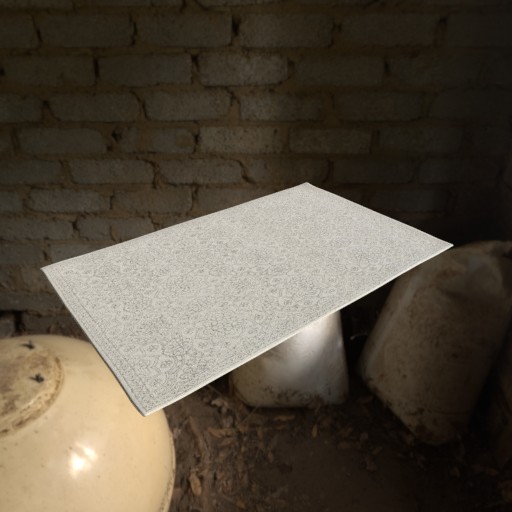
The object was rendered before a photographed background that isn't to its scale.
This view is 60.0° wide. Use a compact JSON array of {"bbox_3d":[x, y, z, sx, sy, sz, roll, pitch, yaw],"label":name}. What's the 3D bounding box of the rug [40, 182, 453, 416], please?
[{"bbox_3d":[0.000,0.000,2.436,1.947,0.023,1.214,-22,38,-32],"label":"rug"}]
